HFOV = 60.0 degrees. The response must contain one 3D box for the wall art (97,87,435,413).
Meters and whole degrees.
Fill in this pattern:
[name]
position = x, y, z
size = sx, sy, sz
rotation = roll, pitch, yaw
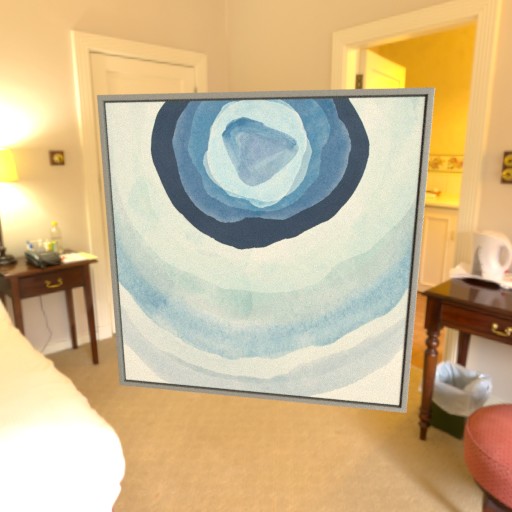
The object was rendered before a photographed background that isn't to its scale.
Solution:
[wall art]
position = 0.000, 0.000, 1.157
size = 0.809, 0.807, 0.038
rotation = 2, 14, 10
